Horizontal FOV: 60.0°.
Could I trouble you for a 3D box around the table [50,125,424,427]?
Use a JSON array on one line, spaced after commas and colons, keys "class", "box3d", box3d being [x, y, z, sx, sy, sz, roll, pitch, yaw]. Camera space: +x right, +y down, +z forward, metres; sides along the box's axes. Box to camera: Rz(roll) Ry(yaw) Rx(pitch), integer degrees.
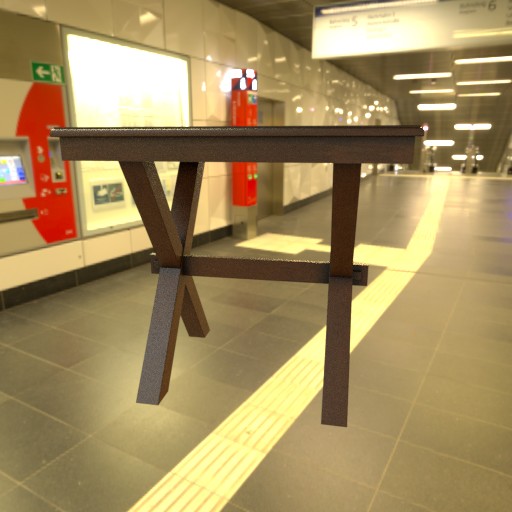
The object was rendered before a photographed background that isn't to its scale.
[{"class": "table", "box3d": [0.000, 0.000, 1.029, 0.602, 0.562, 0.560, 3, 15, 11]}]
